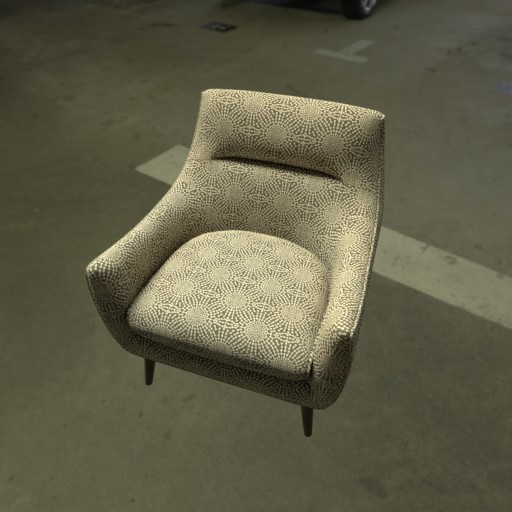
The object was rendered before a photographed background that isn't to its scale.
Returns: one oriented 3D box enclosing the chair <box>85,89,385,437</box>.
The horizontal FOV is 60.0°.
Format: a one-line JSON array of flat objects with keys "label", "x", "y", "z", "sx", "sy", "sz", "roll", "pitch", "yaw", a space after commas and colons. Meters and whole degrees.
[{"label": "chair", "x": 0.000, "y": 0.000, "z": 1.494, "sx": 0.762, "sy": 0.838, "sz": 0.787, "roll": 13, "pitch": 43, "yaw": 14}]
